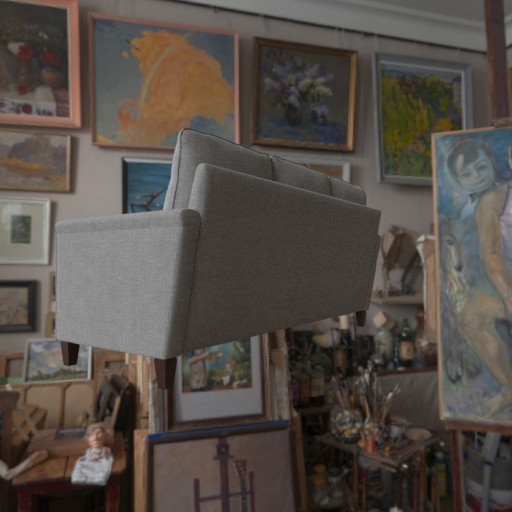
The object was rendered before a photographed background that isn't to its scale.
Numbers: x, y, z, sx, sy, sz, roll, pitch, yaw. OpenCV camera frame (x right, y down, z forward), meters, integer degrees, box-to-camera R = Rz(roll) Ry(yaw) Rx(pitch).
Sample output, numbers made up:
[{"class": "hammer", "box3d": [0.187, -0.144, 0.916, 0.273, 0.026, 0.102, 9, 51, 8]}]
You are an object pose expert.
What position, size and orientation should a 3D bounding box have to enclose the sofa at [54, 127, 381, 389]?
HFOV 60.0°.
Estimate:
[{"class": "sofa", "box3d": [0.000, 0.000, 2.471, 0.828, 0.959, 1.925, 0, -1, 35]}]
